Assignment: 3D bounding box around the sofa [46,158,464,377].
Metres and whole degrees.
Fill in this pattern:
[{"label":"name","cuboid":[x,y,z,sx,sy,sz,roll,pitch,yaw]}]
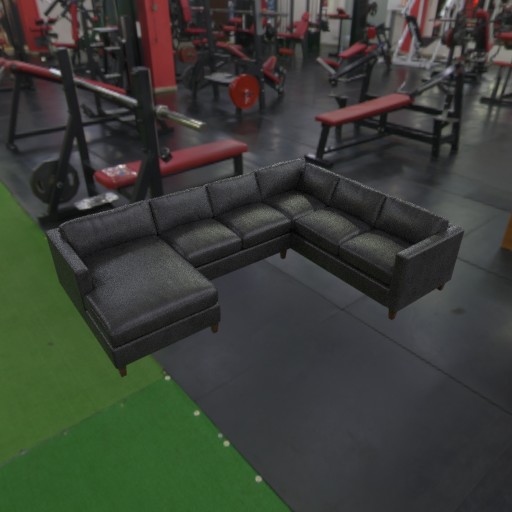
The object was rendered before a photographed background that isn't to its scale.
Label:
[{"label":"sofa","cuboid":[0.000,0.000,4.494,3.324,0.891,2.452,-21,37,-31]}]
